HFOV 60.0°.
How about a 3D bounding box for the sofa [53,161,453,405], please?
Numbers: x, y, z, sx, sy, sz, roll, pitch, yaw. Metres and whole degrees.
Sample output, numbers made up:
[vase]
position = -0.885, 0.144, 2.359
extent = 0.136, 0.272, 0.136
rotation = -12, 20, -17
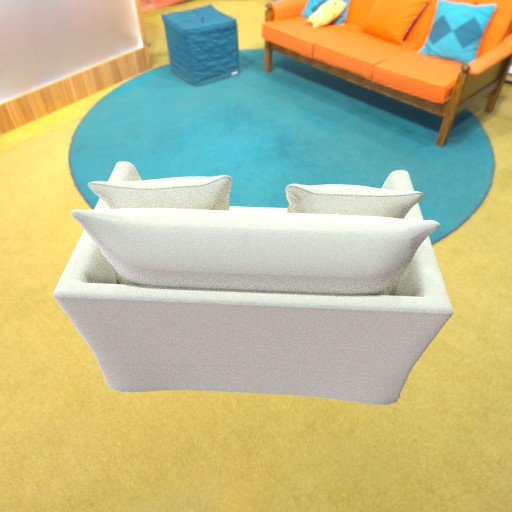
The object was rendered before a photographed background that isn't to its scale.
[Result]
[sofa]
position = 0.000, 0.000, 2.242
extent = 1.608, 1.039, 1.026
rotation = 2, 45, 2
